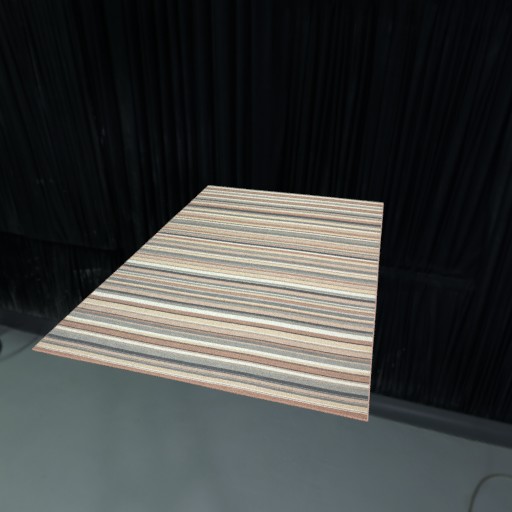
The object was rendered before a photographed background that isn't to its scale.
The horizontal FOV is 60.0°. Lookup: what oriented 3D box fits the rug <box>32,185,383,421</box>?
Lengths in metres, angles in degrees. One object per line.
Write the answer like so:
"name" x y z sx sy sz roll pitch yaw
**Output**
"rug" 0.000 0.000 2.266 1.219 0.008 1.829 8 30 14
